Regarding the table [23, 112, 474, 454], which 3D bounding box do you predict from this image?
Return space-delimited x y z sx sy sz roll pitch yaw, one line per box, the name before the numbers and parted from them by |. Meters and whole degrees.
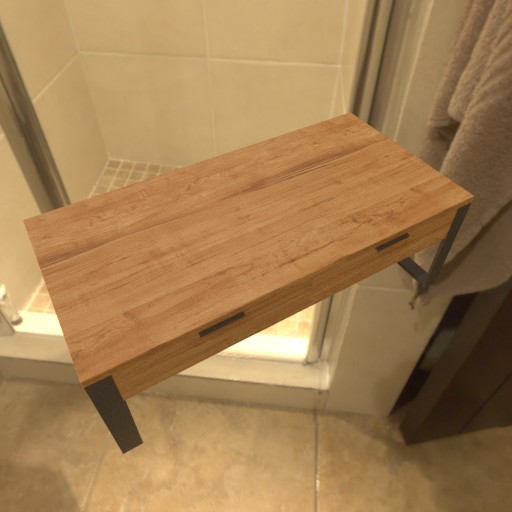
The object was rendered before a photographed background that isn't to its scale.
table | 0.000 0.000 1.430 1.180 0.400 0.590 -23 51 -21
